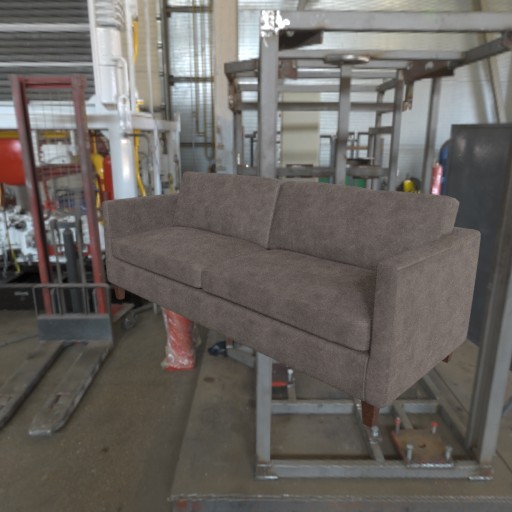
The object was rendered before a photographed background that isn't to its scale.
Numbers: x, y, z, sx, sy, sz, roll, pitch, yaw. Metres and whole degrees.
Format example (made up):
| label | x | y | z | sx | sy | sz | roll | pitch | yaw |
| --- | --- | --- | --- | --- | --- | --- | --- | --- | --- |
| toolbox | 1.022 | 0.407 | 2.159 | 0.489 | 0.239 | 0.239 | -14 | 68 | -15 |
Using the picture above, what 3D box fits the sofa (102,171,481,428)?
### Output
| label | x | y | z | sx | sy | sz | roll | pitch | yaw |
| --- | --- | --- | --- | --- | --- | --- | --- | --- | --- |
| sofa | 0.000 | 0.000 | 2.890 | 2.434 | 0.965 | 0.951 | 15 | 21 | 43 |
